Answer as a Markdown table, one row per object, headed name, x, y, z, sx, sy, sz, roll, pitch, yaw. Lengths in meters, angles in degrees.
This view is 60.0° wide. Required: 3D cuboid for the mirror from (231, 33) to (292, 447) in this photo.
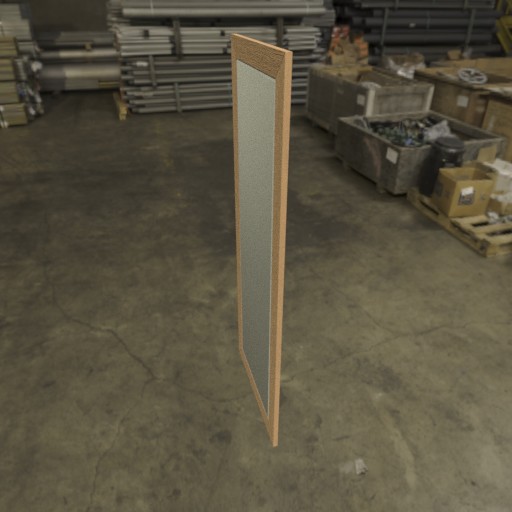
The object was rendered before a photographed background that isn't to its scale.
| name | x | y | z | sx | sy | sz | roll | pitch | yaw |
| --- | --- | --- | --- | --- | --- | --- | --- | --- | --- |
| mirror | 0.000 | 0.000 | 2.320 | 0.026 | 2.031 | 0.812 | -8 | 32 | -13 |
